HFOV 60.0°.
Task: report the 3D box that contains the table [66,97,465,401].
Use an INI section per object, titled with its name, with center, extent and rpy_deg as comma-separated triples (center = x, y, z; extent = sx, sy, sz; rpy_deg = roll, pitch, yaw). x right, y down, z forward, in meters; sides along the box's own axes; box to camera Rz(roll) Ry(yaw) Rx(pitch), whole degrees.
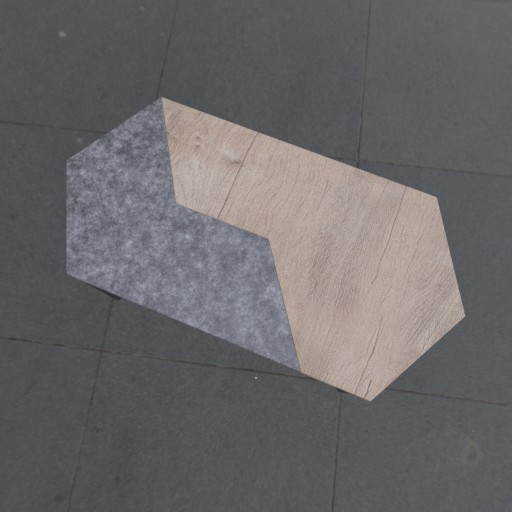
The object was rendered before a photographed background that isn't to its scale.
[table]
center = 0.000, 0.000, 1.476
extent = 1.219, 0.457, 0.609
rpy_deg = 22, 76, 6
